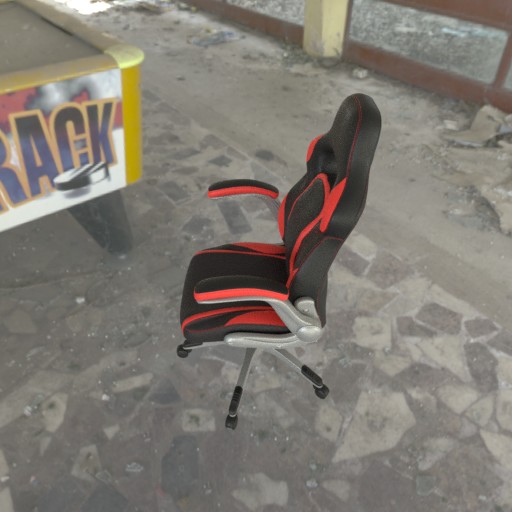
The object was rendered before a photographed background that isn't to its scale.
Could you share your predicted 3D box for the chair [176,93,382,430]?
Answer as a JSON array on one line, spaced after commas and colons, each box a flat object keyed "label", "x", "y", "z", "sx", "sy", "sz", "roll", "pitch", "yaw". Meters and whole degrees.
[{"label": "chair", "x": 0.000, "y": 0.000, "z": 1.645, "sx": 0.712, "sy": 1.165, "sz": 0.758, "roll": 0, "pitch": 40, "yaw": 0}]
